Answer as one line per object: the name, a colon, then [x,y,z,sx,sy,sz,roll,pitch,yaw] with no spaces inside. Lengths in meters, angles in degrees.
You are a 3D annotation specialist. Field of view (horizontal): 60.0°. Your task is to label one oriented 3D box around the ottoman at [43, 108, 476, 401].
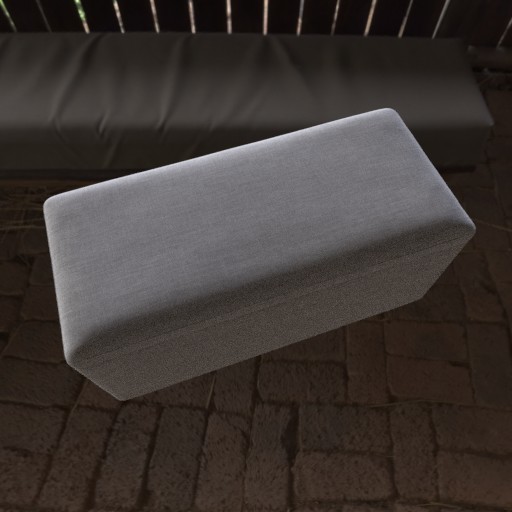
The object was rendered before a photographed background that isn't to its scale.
ottoman: [0.000,0.000,1.138,0.902,0.432,0.419,-17,63,-9]
